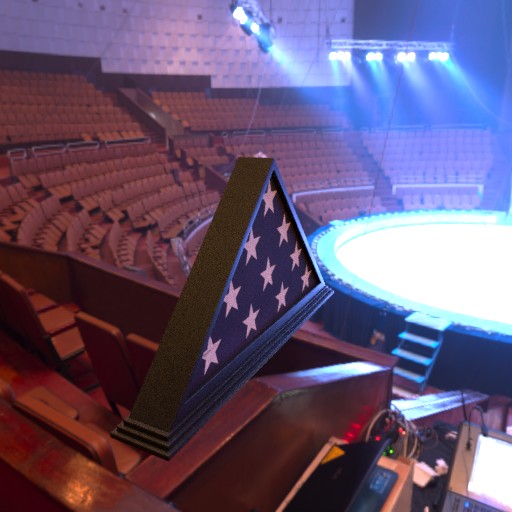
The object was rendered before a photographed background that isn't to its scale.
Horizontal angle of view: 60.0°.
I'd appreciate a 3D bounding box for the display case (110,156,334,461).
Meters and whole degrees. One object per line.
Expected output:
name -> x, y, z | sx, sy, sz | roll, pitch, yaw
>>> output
display case -> 0.000, 0.000, 0.781 | 0.095, 0.340, 0.640 | 8, 18, 26
